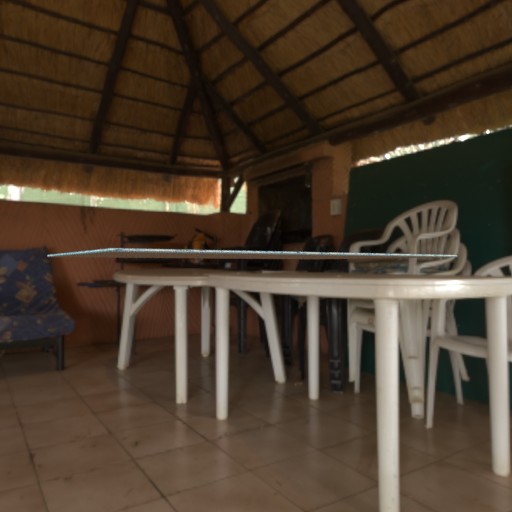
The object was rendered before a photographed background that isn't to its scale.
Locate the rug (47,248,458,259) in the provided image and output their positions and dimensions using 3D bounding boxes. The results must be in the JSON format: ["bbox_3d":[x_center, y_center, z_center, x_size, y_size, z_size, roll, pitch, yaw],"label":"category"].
[{"bbox_3d":[0.000,0.000,3.098,2.438,0.015,1.524,1,-1,-34],"label":"rug"}]
